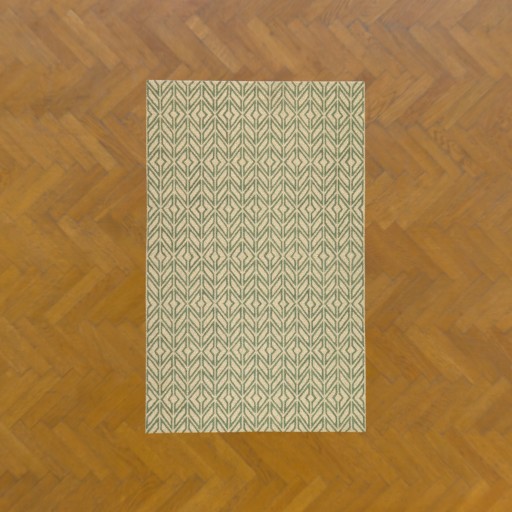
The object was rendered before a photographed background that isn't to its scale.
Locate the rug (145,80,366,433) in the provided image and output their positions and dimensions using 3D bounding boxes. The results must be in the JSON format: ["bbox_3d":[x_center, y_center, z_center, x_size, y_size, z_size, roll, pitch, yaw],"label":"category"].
[{"bbox_3d":[0.000,0.000,3.067,1.517,0.011,2.435,0,89,-1],"label":"rug"}]
